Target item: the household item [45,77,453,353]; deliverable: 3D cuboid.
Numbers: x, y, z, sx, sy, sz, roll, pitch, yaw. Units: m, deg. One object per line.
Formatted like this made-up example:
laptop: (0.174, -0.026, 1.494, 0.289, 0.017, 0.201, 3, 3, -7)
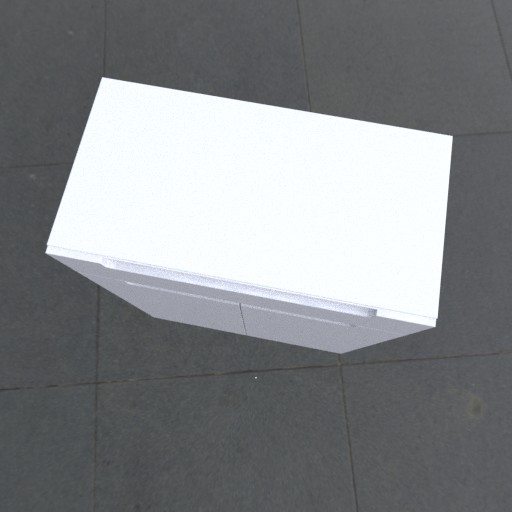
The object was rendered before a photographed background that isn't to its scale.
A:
household item: (0.000, 0.000, 1.415, 0.790, 1.010, 0.420, 10, 75, 3)
